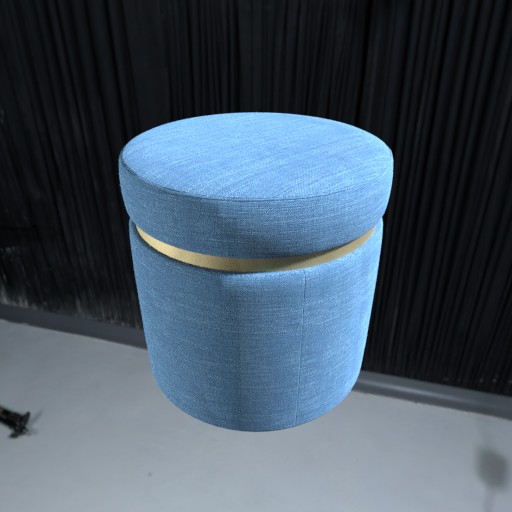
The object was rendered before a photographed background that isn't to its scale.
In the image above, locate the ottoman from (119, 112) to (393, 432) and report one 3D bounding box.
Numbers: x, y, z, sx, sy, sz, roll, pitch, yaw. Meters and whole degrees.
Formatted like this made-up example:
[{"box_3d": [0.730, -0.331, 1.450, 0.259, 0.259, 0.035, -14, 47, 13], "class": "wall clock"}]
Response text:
[{"box_3d": [0.000, 0.000, 0.747, 0.398, 0.406, 0.398, 0, 31, 0], "class": "ottoman"}]
